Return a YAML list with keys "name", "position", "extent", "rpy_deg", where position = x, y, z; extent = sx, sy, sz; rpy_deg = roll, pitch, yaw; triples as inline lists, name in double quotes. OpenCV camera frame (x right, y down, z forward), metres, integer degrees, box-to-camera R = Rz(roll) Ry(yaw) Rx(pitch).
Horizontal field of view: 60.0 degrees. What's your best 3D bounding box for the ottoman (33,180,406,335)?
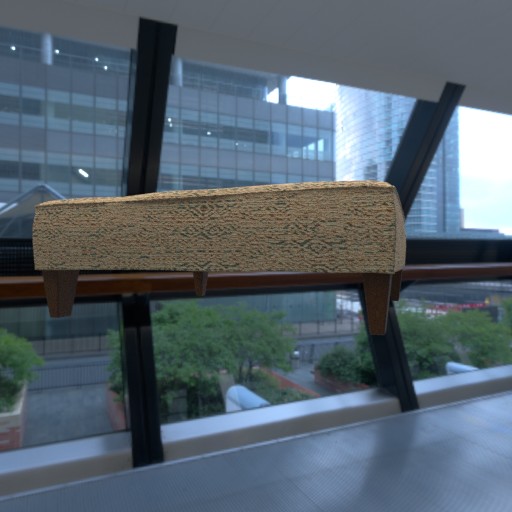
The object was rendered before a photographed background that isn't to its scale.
- name: "ottoman"
  position: [0.000, 0.000, 1.531]
  extent: [0.968, 0.356, 1.004]
  rpy_deg: [0, -1, 20]
